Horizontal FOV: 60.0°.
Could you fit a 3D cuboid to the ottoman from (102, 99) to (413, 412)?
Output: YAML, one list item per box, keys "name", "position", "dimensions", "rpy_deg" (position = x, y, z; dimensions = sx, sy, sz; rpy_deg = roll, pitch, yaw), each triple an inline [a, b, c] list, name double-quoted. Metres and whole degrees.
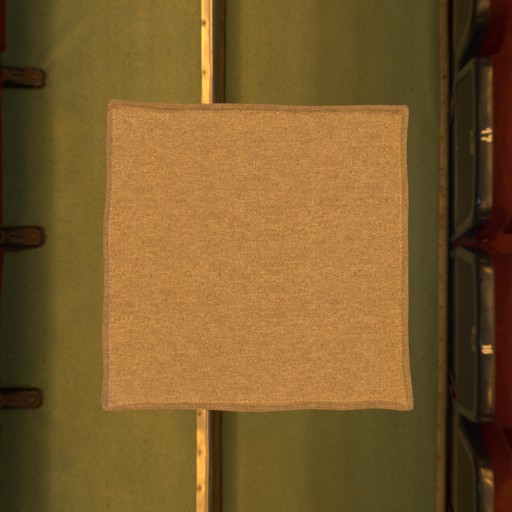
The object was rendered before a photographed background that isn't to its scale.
- name: "ottoman"
  position: [0.000, 0.000, 1.170]
  dimensions: [0.696, 0.470, 0.707]
  rpy_deg: [0, 89, -1]
